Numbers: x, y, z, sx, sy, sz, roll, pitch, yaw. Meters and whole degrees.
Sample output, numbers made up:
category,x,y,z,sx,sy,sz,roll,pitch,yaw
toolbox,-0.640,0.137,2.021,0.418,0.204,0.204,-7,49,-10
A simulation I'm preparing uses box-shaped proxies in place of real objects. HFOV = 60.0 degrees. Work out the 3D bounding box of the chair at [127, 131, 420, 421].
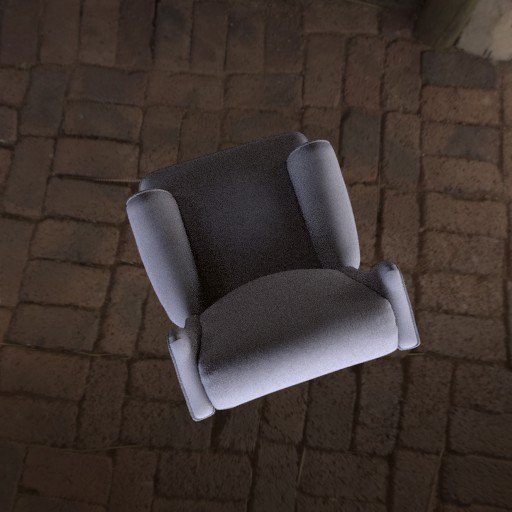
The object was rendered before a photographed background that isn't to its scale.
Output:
category,x,y,z,sx,sy,sz,roll,pitch,yaw
chair,0.000,0.000,1.727,0.847,1.011,0.969,-17,77,-4
